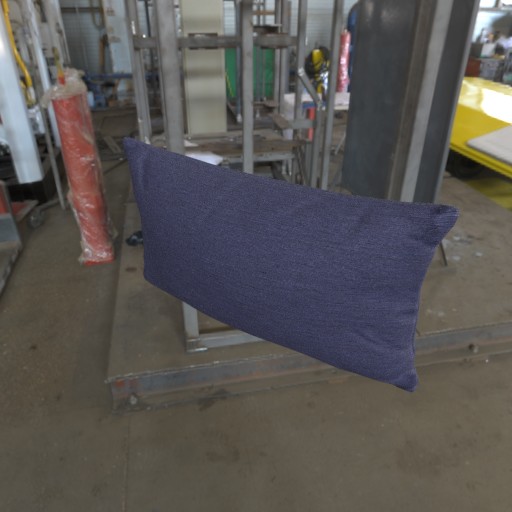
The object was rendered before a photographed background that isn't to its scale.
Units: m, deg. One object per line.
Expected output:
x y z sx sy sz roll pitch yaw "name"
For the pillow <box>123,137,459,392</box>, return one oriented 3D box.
0.000 0.000 0.804 0.633 0.338 0.210 18 35 28 "pillow"
